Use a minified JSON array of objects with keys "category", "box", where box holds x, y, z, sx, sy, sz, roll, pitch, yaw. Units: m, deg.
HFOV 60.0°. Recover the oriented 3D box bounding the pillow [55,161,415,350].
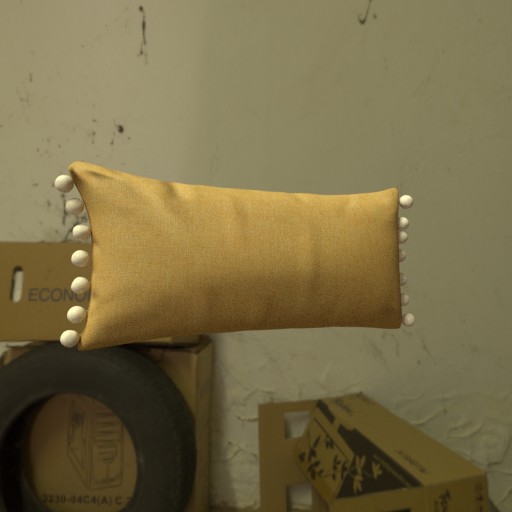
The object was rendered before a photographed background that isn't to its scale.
[{"category":"pillow","box":[0.000,0.000,0.857,0.709,0.322,0.201,0,0,-18]}]
